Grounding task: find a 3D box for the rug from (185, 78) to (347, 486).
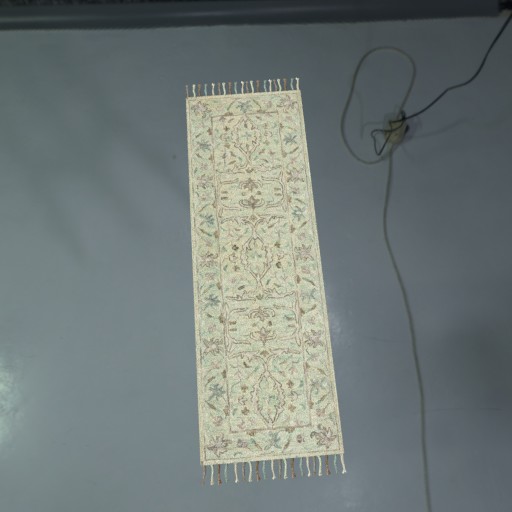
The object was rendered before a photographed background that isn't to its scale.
[{"bbox_3d":[0.000,0.000,2.649,0.769,0.013,2.440,-4,74,-1],"label":"rug"}]
